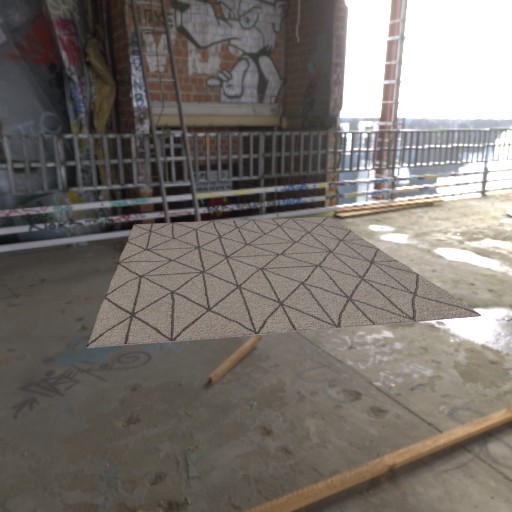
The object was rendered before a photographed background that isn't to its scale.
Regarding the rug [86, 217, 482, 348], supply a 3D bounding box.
[{"bbox_3d":[0.000,0.000,4.089,2.468,0.022,3.061,-3,17,-9],"label":"rug"}]
